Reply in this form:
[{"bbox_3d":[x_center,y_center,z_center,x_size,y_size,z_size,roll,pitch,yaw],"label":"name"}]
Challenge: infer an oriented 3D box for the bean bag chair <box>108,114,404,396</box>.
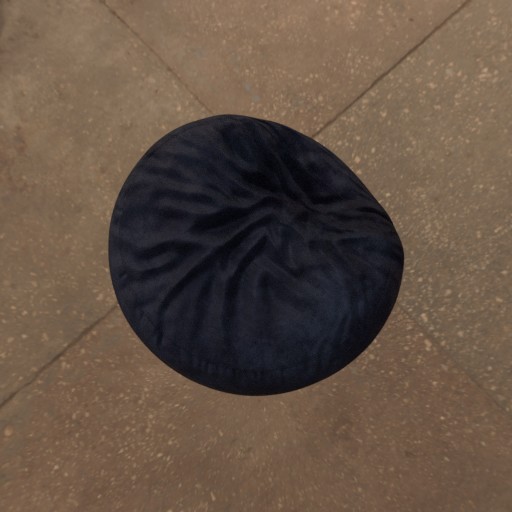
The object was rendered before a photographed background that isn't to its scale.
[{"bbox_3d":[0.000,0.000,1.521,0.918,0.616,0.918,0,76,0],"label":"bean bag chair"}]
